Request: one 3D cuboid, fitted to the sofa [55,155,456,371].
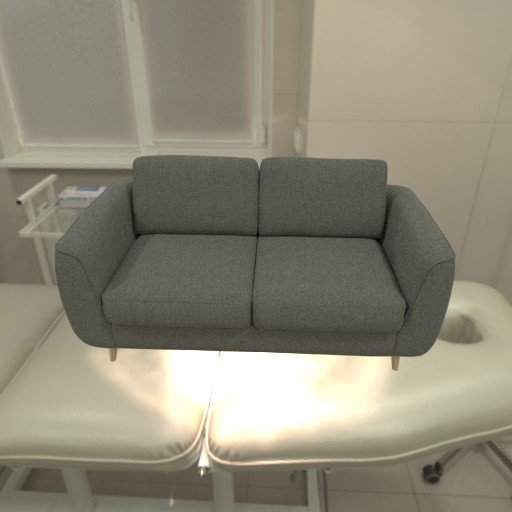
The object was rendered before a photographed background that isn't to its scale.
[{"bbox_3d":[0.000,0.000,2.244,1.700,0.870,0.920,1,29,2],"label":"sofa"}]
